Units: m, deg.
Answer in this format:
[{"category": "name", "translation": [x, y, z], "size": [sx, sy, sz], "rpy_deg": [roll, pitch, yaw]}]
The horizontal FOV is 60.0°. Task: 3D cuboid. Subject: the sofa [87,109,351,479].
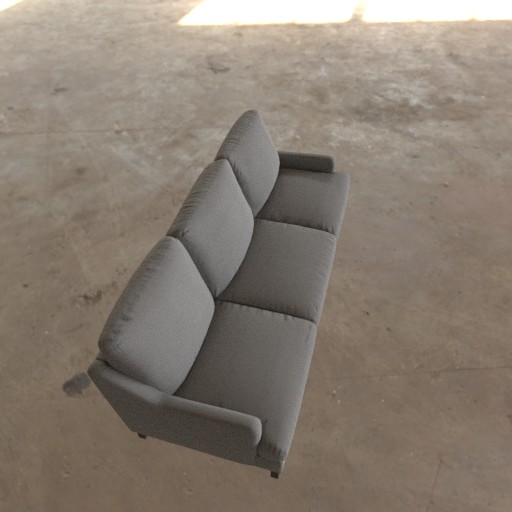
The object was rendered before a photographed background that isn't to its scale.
[{"category": "sofa", "translation": [0.000, 0.000, 2.896], "size": [0.987, 0.926, 2.344], "rpy_deg": [12, 47, 11]}]
